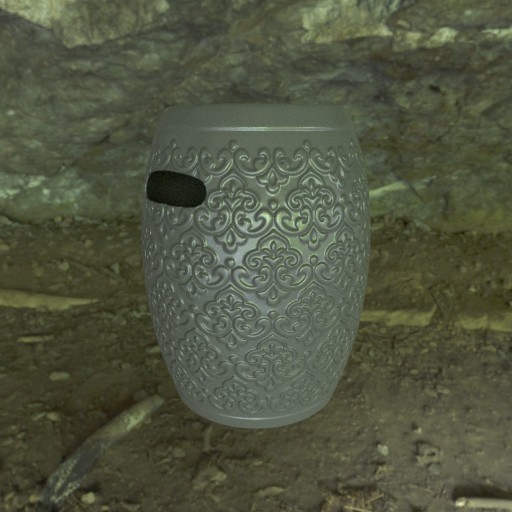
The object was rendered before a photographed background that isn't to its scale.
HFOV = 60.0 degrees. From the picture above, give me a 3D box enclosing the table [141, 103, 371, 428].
[{"bbox_3d":[0.000,0.000,0.623,0.309,0.397,0.309,0,16,0],"label":"table"}]
